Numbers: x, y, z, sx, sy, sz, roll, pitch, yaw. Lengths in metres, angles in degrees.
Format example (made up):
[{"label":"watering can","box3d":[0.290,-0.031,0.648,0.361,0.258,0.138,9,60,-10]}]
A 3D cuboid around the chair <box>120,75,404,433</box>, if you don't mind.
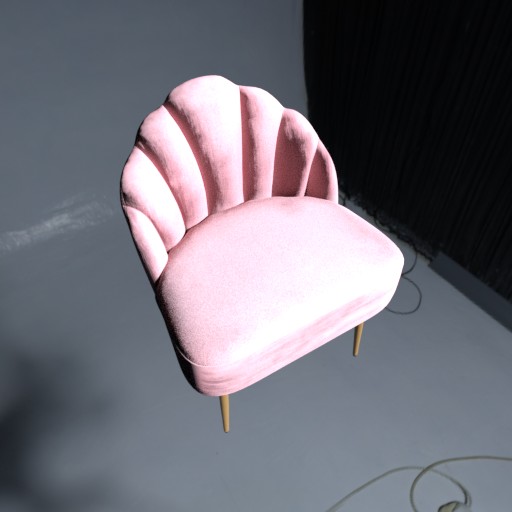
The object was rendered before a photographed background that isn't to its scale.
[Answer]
[{"label":"chair","box3d":[0.000,0.000,1.265,0.657,0.819,0.599,-24,50,-22]}]
